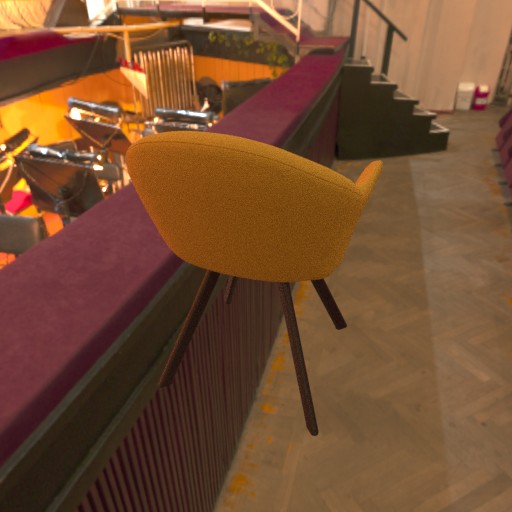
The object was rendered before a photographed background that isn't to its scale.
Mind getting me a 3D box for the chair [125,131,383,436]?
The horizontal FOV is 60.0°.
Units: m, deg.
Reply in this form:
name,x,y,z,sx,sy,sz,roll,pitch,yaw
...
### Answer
name,x,y,z,sx,sy,sz,roll,pitch,yaw
chair,0.000,0.000,1.166,0.545,0.775,0.565,11,33,18
